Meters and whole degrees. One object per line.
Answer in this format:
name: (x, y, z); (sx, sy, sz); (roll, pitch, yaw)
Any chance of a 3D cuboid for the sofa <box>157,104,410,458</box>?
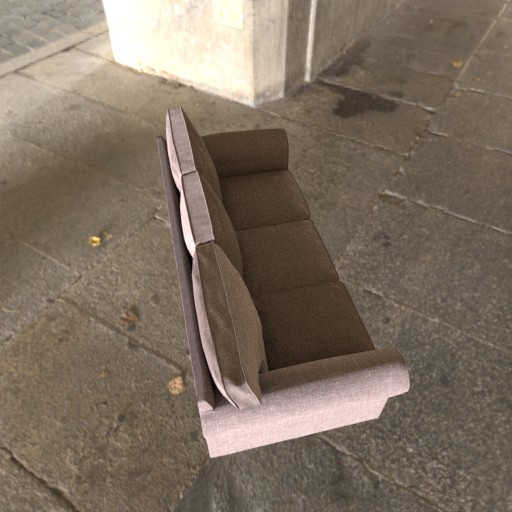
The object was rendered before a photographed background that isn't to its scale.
sofa: (0.000, 0.000, 2.609); (0.916, 0.961, 2.084); (-10, 48, -9)
